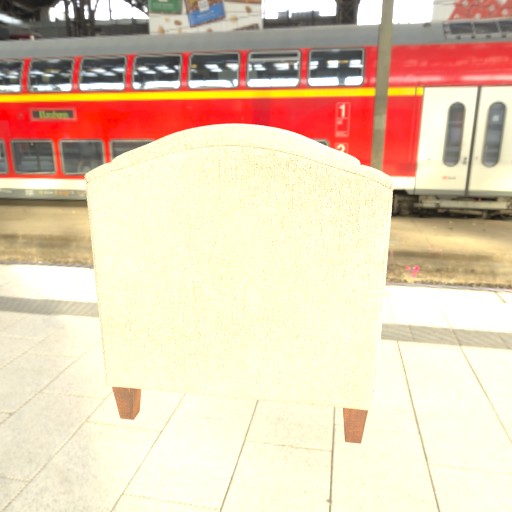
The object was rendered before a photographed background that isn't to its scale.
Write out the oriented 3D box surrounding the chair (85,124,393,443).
[{"bbox_3d":[0.000,0.000,1.491,0.763,0.839,0.787,2,16,9],"label":"chair"}]
